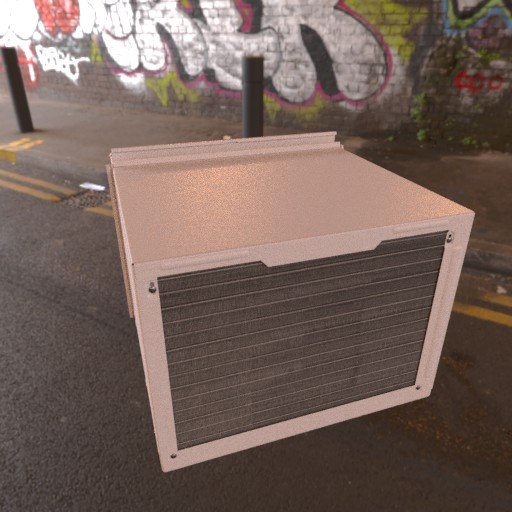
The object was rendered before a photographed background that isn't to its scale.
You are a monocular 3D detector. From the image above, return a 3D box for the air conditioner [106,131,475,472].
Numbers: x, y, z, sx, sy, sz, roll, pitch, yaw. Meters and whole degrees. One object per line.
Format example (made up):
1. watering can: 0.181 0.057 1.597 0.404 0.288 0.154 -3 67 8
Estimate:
1. air conditioner: 0.000 0.000 0.870 0.503 0.388 0.546 -9 29 -17
